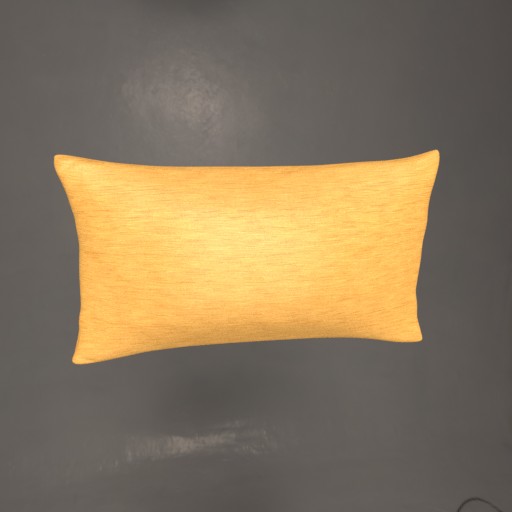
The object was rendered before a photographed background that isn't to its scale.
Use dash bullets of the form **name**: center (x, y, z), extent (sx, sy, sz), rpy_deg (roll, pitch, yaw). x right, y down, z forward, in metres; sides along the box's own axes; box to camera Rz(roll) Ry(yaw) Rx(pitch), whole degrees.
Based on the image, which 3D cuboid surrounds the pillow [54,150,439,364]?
- **pillow**: center (0.000, 0.000, 0.765), extent (0.634, 0.354, 0.210), rpy_deg (-2, 15, -8)
